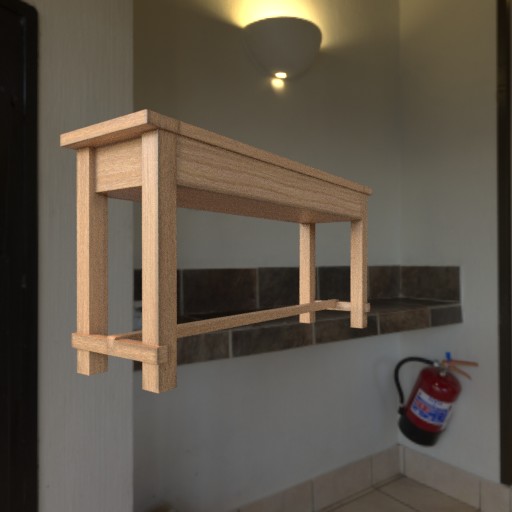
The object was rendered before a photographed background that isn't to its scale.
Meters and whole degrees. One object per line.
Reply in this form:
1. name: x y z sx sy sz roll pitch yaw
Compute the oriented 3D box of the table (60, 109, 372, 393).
1. table: 0.000 0.000 1.939 0.442 0.762 1.599 0 -1 36
